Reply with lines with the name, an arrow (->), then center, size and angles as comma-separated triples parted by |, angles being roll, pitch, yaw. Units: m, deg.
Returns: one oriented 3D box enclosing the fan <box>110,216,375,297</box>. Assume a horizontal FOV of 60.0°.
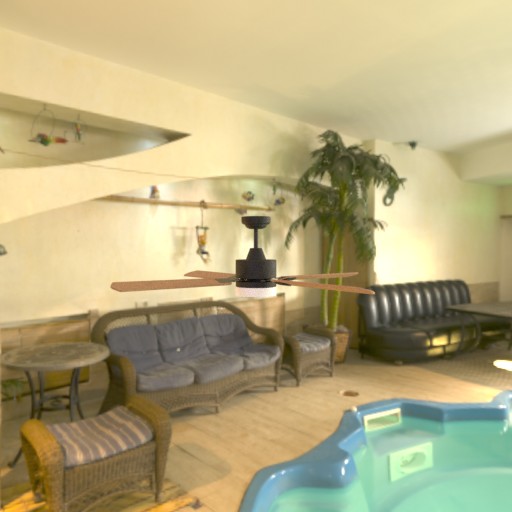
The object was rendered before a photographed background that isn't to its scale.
fan -> 0.000, 0.000, 2.020 | 1.320, 0.355, 1.320 | -1, 1, -36
